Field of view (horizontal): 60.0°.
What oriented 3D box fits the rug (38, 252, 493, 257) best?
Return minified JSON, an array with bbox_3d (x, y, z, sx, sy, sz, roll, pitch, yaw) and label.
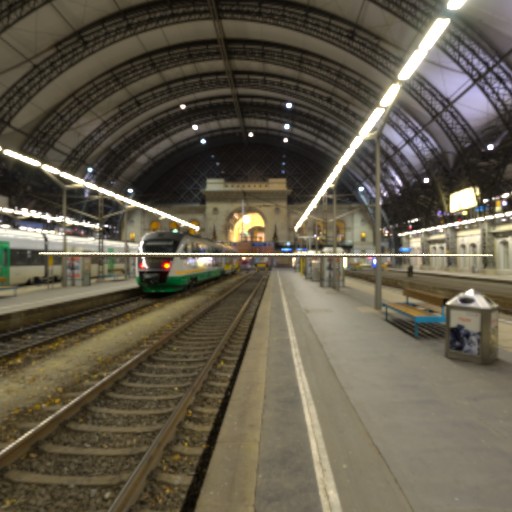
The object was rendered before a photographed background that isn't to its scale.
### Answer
[{"bbox_3d":[0.000,0.000,1.053,0.868,0.004,0.556,0,-1,-19],"label":"rug"}]
